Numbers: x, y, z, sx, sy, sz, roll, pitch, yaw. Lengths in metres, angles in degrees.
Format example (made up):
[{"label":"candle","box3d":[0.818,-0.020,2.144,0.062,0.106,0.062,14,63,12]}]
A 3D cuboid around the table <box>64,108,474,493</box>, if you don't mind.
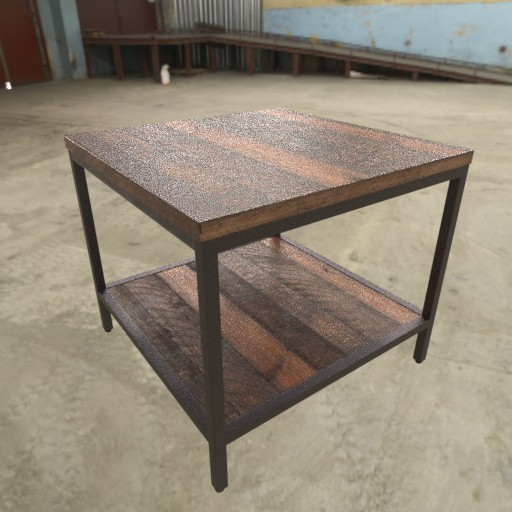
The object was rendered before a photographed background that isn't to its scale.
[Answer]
[{"label":"table","box3d":[0.000,0.000,0.942,0.553,0.482,0.548,-19,33,-31]}]
